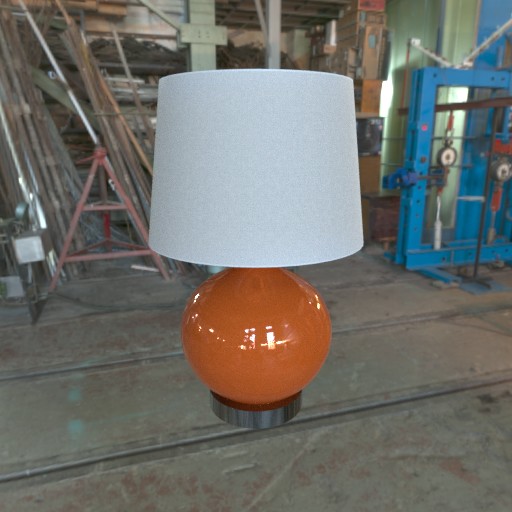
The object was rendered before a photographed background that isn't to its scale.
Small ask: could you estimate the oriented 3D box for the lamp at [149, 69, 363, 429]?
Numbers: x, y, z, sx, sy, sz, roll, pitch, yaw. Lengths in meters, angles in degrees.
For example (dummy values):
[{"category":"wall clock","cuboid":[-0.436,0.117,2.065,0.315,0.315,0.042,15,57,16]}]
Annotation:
[{"category":"lamp","cuboid":[0.000,0.000,0.527,0.247,0.387,0.247,0,15,0]}]
